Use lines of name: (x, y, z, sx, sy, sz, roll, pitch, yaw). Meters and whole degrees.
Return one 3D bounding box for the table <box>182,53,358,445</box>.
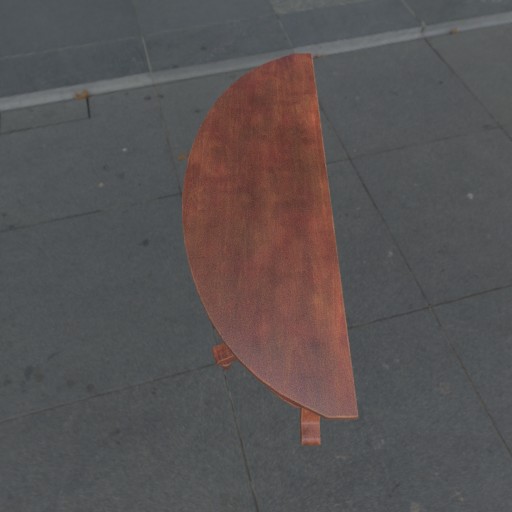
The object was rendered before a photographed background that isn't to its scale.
table: (0.000, 0.000, 1.491, 0.394, 0.699, 1.198, 0, 58, 0)
